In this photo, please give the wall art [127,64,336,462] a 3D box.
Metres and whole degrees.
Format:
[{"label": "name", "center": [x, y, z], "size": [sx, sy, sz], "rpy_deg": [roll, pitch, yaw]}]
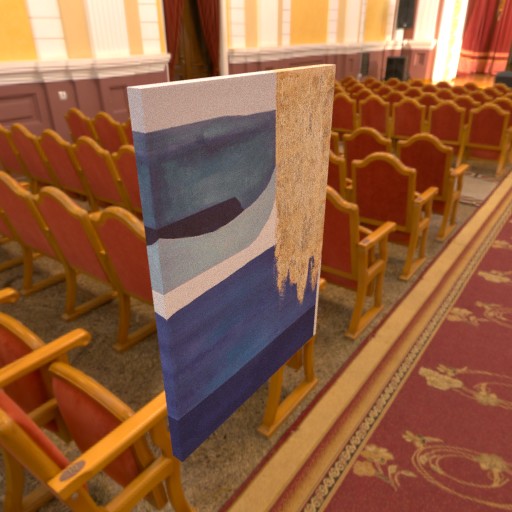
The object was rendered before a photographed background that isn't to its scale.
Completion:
[{"label": "wall art", "center": [0.000, 0.000, 0.802], "size": [0.026, 0.613, 0.458], "rpy_deg": [19, 33, 32]}]
